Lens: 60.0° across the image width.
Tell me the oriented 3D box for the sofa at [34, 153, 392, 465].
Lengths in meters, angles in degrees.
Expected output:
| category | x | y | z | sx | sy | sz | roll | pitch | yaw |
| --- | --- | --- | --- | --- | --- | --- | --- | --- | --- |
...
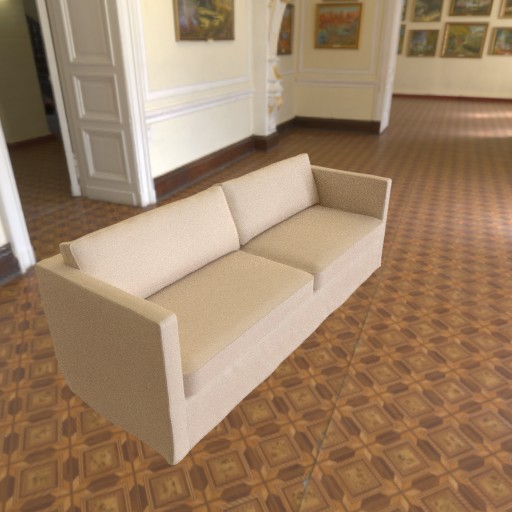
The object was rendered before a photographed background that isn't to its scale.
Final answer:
| category | x | y | z | sx | sy | sz | roll | pitch | yaw |
| --- | --- | --- | --- | --- | --- | --- | --- | --- | --- |
| sofa | 0.000 | 0.000 | 3.283 | 1.036 | 0.999 | 2.779 | 18 | 31 | 32 |
